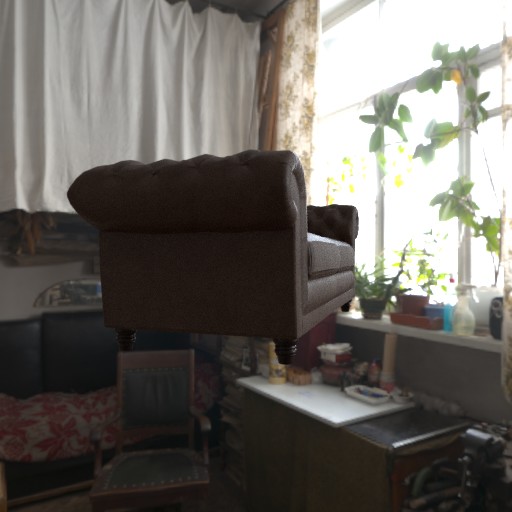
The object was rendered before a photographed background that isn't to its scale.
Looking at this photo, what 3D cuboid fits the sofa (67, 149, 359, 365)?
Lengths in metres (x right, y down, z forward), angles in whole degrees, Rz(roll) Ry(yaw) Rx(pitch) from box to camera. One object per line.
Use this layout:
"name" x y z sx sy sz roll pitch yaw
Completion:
"sofa" 0.000 0.000 2.501 0.955 0.784 2.048 0 0 19
